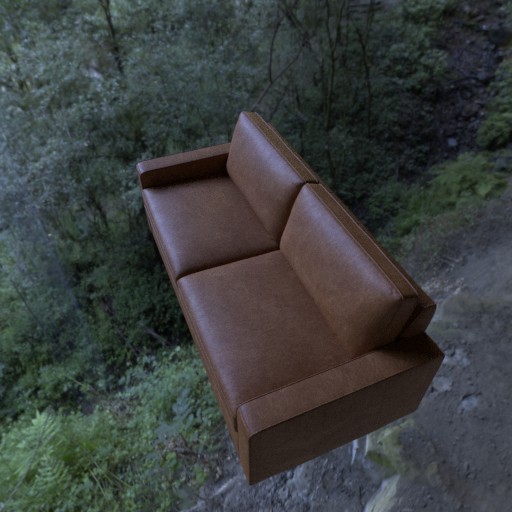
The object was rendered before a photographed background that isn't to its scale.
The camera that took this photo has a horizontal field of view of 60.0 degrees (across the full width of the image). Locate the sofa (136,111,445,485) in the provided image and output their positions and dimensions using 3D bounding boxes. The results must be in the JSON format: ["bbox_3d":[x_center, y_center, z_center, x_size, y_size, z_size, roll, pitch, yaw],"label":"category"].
[{"bbox_3d":[0.000,0.000,2.643,0.991,0.928,2.156,-17,47,-16],"label":"sofa"}]
